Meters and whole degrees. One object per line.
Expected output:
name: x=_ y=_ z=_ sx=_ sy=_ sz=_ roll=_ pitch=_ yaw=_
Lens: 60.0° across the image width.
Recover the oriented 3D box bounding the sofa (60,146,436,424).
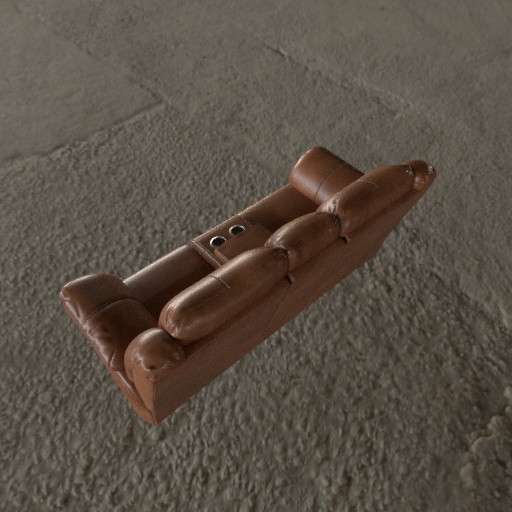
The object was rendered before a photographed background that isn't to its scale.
sofa: x=0.000 y=0.000 z=2.653 sx=2.058 sy=1.043 sz=0.991 roll=-33 pitch=56 yaw=-26
